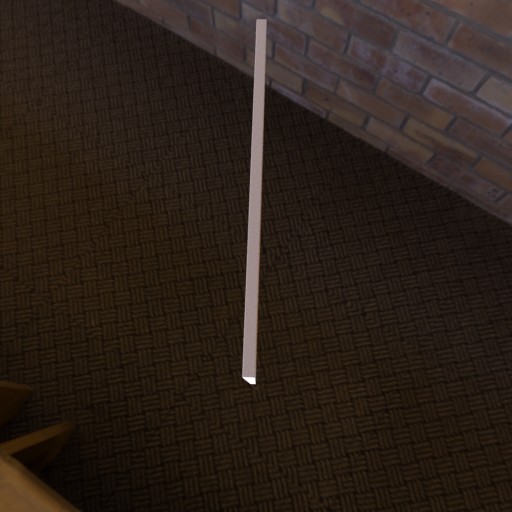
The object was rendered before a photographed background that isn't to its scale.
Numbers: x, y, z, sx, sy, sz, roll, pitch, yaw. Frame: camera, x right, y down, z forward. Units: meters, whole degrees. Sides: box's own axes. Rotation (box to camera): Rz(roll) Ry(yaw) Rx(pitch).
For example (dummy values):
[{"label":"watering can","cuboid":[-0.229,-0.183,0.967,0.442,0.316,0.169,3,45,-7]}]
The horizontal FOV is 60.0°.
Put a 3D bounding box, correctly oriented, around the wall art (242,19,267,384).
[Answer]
[{"label":"wall art","cuboid":[0.000,0.000,0.833,0.013,0.656,0.456,2,73,1]}]
